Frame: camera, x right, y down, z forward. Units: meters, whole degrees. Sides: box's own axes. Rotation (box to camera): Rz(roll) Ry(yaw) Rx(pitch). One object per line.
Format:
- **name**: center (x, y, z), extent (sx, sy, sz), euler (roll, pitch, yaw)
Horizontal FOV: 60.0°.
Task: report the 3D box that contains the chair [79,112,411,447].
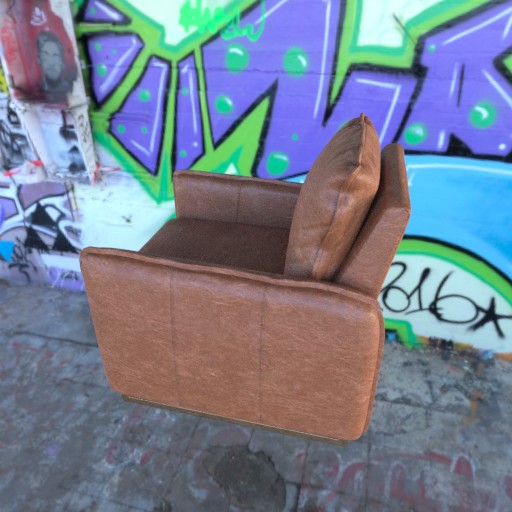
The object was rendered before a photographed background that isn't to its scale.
- **chair**: center (0.000, 0.000, 1.578), extent (0.922, 0.922, 0.830), euler (7, 31, 12)
